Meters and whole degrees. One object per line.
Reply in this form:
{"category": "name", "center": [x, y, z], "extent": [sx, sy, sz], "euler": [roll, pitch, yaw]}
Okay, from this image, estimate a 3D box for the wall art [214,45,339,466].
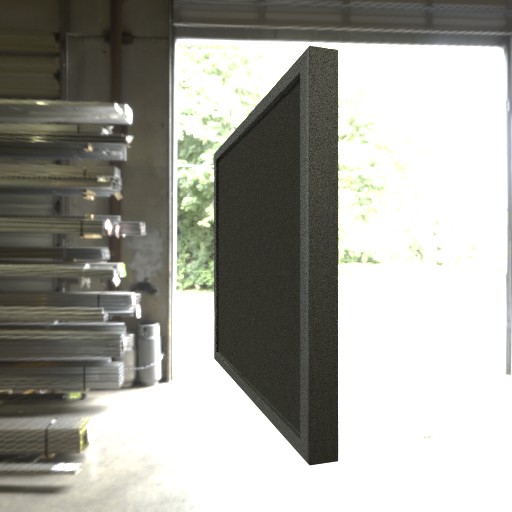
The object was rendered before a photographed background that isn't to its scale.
{"category": "wall art", "center": [0.000, 0.000, 0.533], "extent": [0.028, 0.330, 0.380], "euler": [0, 0, -17]}
